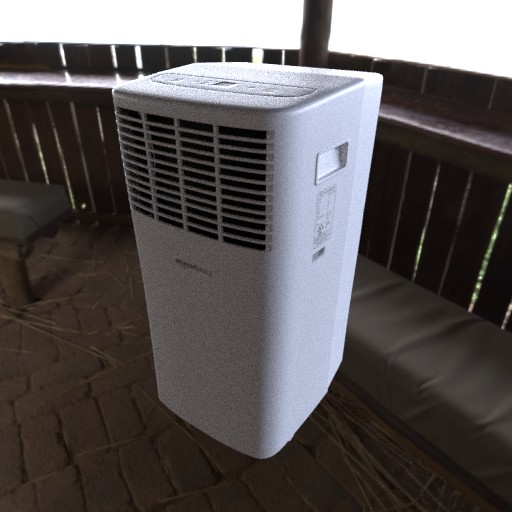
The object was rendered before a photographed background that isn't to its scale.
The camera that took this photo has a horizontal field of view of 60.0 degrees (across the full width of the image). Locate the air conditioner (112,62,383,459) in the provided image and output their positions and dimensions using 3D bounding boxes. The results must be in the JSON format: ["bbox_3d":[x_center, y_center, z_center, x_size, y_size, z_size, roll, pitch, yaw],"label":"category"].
[{"bbox_3d":[0.000,0.000,0.785,0.304,0.606,0.349,19,35,29],"label":"air conditioner"}]
